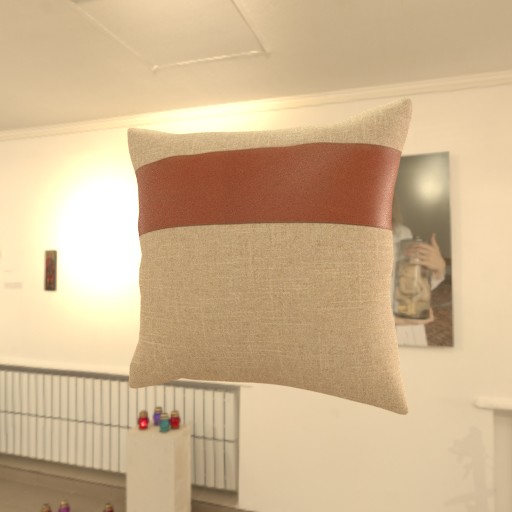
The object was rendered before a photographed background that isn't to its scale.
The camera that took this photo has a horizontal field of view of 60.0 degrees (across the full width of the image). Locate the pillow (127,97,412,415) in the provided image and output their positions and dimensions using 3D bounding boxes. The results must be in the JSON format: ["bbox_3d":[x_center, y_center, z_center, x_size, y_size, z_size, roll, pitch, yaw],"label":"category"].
[{"bbox_3d":[0.000,0.000,0.618,0.414,0.399,0.173,0,-1,18],"label":"pillow"}]
